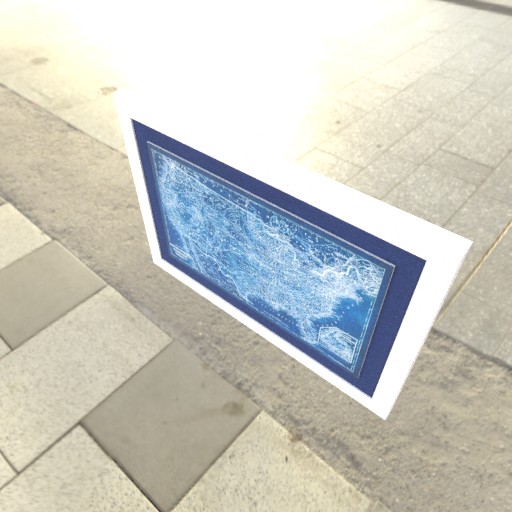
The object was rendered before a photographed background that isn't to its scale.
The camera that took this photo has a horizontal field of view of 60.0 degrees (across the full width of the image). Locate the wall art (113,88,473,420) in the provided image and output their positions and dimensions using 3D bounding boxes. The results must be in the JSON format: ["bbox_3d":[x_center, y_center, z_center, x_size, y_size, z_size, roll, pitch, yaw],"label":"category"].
[{"bbox_3d":[0.000,0.000,1.666,1.308,0.902,0.051,30,53,26],"label":"wall art"}]
